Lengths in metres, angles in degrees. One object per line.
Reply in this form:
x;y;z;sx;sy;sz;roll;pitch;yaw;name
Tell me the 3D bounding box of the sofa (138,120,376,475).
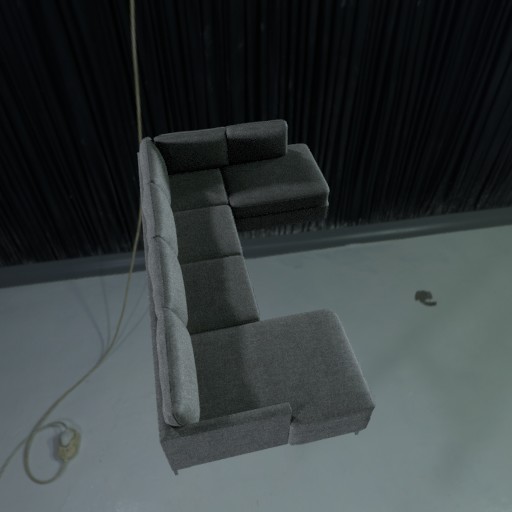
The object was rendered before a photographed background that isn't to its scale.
0.000;0.000;4.314;2.048;0.999;3.423;-9;48;-9;sofa
